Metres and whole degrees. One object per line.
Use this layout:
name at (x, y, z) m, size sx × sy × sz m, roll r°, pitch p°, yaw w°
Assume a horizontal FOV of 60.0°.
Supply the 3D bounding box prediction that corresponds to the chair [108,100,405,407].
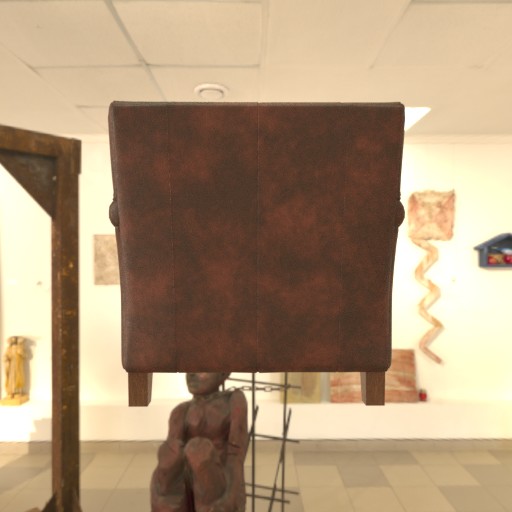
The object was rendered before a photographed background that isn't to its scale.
chair at (0.000, 0.000, 1.883) m, size 0.987 × 1.051 × 1.156 m, roll 0°, pitch 0°, yaw -1°
